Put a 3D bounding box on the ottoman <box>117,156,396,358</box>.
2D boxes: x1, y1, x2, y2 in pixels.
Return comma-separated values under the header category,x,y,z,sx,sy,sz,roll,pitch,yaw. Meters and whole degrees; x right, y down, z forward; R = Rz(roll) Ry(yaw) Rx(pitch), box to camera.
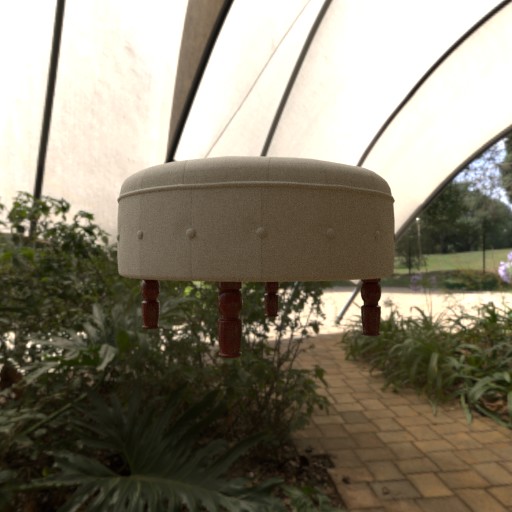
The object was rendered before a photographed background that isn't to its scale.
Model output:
category,x,y,z,sx,sy,sz,roll,pitch,yaw
ottoman,0.000,0.000,1.422,0.850,0.483,0.850,0,0,0
